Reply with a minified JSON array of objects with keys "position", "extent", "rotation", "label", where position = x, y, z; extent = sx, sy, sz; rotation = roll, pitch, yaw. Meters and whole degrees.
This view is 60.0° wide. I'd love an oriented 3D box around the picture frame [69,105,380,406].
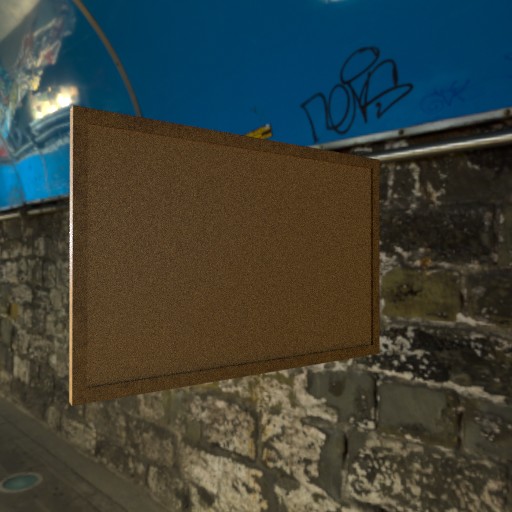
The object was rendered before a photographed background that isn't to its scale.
[{"position":[0.000,0.000,1.178],"extent":[0.922,0.621,0.029],"rotation":[0,0,-33],"label":"picture frame"}]
